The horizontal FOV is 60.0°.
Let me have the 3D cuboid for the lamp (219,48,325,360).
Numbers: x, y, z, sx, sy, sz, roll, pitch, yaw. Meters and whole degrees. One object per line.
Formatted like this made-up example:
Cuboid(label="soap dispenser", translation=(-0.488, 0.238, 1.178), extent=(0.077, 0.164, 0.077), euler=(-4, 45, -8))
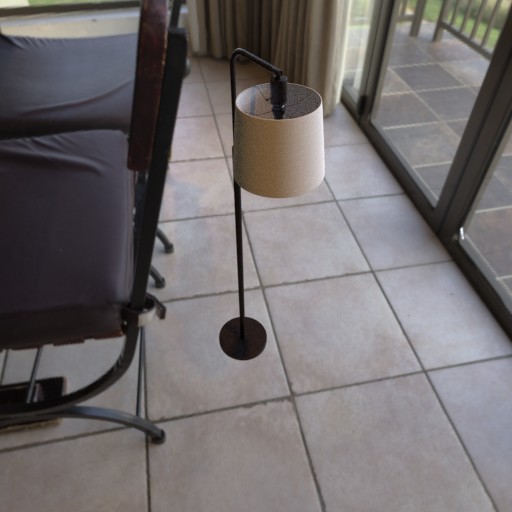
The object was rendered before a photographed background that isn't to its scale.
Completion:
Cuboid(label="lamp", translation=(0.000, 0.000, 1.647), extent=(0.254, 1.478, 0.508), euler=(-23, 51, -20))
